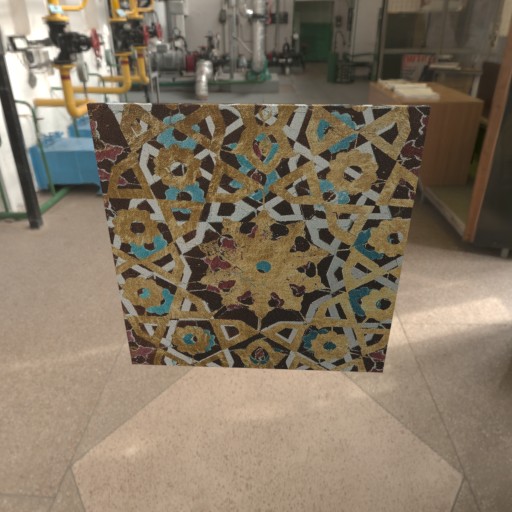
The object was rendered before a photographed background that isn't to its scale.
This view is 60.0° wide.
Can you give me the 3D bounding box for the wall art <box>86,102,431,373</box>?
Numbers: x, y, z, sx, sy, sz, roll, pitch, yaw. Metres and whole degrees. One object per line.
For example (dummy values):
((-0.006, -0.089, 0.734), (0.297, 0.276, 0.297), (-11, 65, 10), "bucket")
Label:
((0.000, 0.000, 0.620), (0.404, 0.406, 0.010), (1, 29, 2), "wall art")
